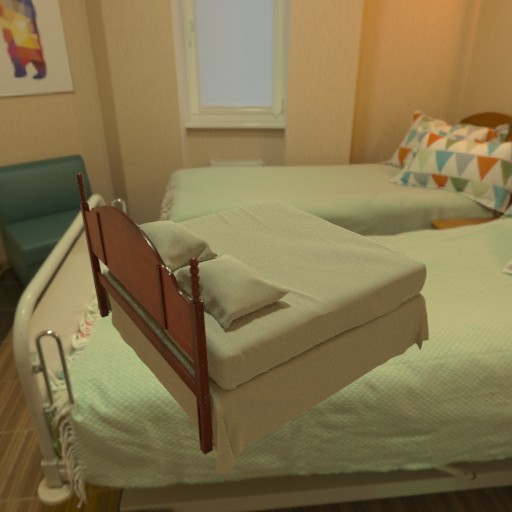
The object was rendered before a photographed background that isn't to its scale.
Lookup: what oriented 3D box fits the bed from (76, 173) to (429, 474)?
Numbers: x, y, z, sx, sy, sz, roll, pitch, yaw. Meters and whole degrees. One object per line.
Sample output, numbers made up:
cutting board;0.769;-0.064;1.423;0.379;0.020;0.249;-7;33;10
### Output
bed;0.000;0.000;3.731;2.219;1.355;2.322;-18;32;-32
